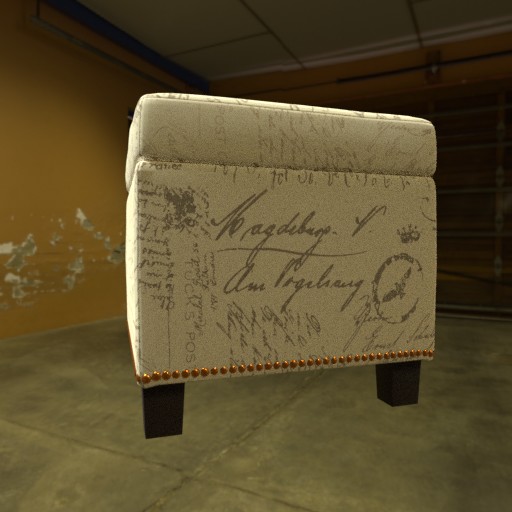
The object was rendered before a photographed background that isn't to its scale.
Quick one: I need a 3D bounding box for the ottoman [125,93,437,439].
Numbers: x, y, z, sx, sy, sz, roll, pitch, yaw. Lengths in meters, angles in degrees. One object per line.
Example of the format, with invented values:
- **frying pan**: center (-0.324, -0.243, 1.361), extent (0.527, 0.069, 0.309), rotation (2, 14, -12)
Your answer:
- **ottoman**: center (0.000, 0.000, 0.811), extent (0.450, 0.457, 0.449), rotation (-1, 2, -18)
